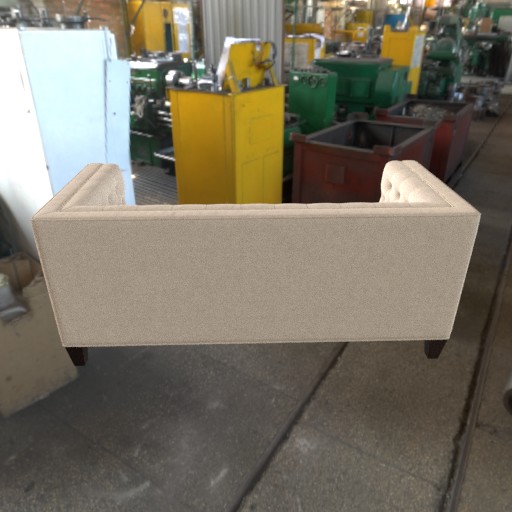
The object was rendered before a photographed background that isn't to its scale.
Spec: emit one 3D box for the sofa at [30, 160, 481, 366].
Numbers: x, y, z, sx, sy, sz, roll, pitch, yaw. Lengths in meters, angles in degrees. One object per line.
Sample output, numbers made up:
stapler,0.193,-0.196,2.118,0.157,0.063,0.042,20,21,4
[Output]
sofa,0.000,0.000,2.244,1.778,0.762,0.775,-1,28,-2
